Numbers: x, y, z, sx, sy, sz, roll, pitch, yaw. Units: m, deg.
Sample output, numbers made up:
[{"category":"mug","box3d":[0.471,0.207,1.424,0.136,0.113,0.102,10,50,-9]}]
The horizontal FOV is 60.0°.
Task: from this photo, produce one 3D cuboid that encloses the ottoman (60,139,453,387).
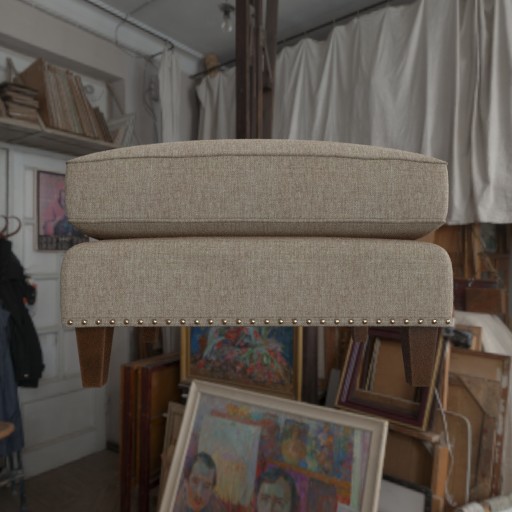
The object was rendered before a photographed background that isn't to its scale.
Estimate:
[{"category":"ottoman","box3d":[0.000,0.000,1.113,0.741,0.513,0.584,0,-1,-1]}]
